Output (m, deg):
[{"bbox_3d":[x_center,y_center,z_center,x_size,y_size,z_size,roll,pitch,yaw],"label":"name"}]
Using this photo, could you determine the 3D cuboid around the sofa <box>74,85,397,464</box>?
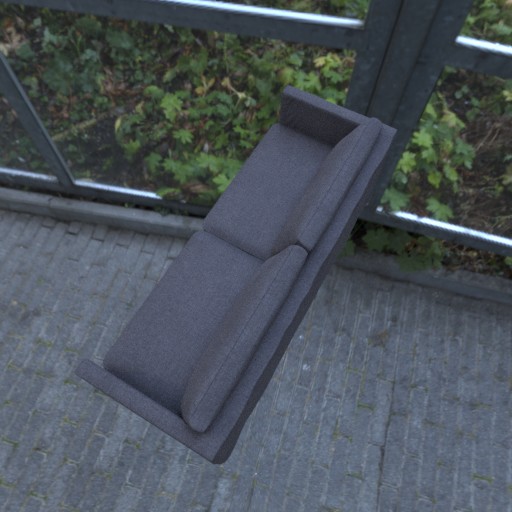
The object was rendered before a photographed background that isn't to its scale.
[{"bbox_3d":[0.000,0.000,3.376,1.036,0.998,2.779,27,67,13],"label":"sofa"}]
